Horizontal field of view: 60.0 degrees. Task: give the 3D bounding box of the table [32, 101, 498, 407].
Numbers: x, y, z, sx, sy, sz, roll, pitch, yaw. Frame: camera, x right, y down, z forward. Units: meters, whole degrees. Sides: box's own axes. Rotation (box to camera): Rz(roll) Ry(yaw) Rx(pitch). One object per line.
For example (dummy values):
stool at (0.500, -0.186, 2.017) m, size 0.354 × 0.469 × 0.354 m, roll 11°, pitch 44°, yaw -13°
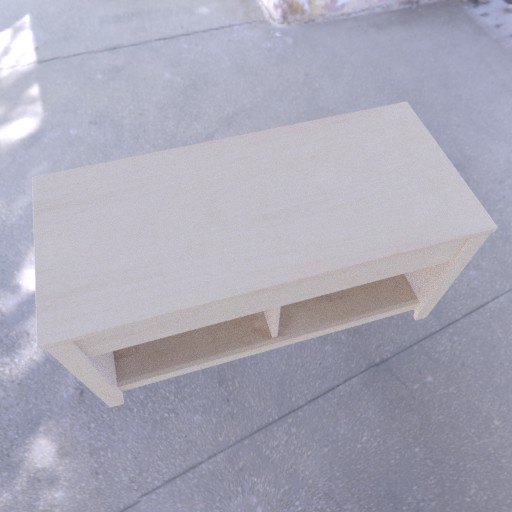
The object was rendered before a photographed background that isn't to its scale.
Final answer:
table at (0.000, 0.000, 1.254) m, size 1.016 × 0.483 × 0.457 m, roll -14°, pitch 59°, yaw -9°
